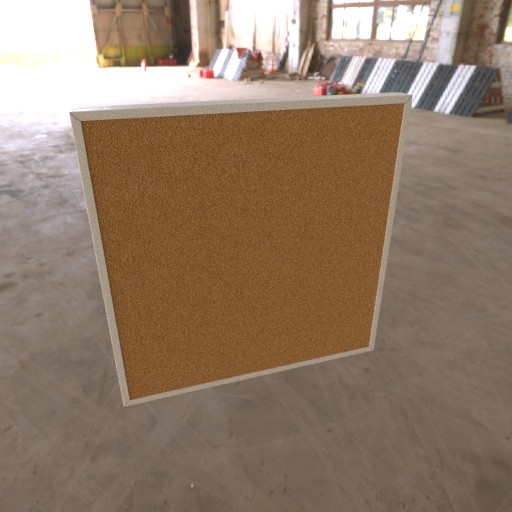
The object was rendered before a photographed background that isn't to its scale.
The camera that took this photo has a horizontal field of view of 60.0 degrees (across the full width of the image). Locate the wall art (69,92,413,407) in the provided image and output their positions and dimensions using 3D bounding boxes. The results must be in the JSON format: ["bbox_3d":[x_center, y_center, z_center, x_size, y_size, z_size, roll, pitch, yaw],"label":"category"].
[{"bbox_3d":[0.000,0.000,0.760,0.508,0.508,0.037,-8,28,-16],"label":"wall art"}]
